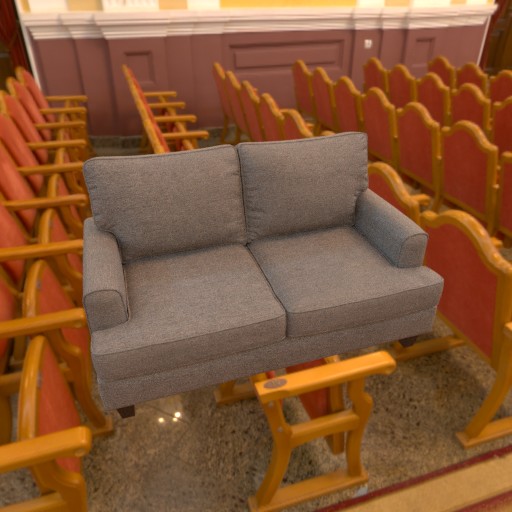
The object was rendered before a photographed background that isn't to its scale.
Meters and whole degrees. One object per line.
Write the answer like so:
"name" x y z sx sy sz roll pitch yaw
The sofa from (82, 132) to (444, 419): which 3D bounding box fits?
"sofa" 0.000 0.000 2.254 1.651 0.965 0.965 -10 34 -15
